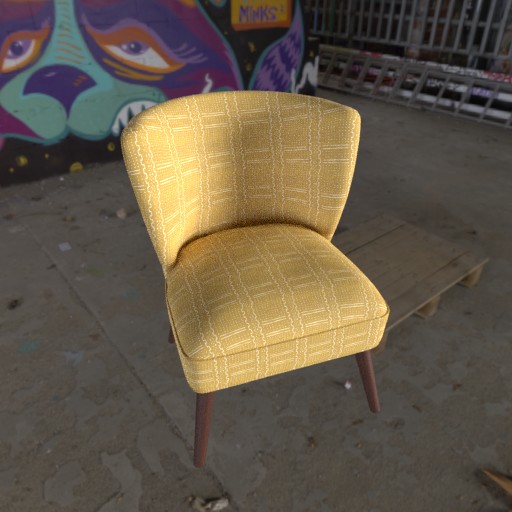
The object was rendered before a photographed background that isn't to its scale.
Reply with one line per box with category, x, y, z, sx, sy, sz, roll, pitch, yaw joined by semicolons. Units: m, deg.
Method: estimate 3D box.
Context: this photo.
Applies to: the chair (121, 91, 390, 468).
chair;0.000;0.000;1.414;0.706;0.866;0.758;-10;34;-16
